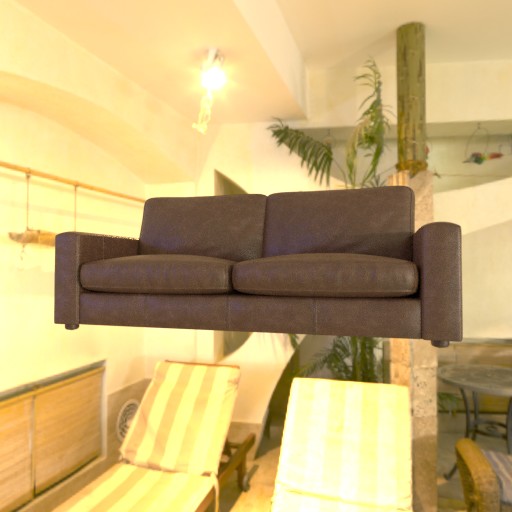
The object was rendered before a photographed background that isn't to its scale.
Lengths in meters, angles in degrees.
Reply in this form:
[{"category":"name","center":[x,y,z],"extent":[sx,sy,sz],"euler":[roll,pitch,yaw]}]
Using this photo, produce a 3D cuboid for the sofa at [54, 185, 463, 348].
[{"category":"sofa","center":[0.000,0.000,2.712],"extent":[2.179,0.873,1.016],"euler":[0,-1,16]}]
